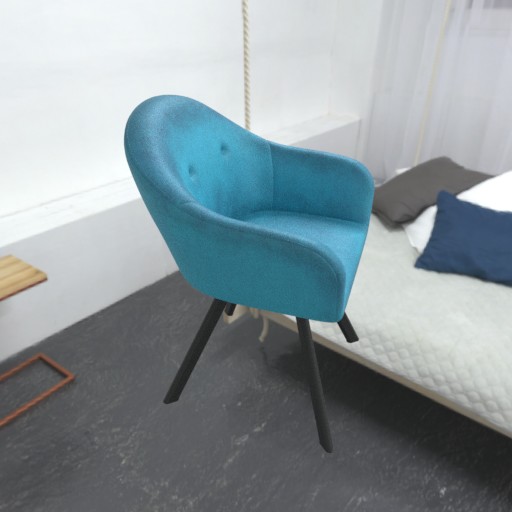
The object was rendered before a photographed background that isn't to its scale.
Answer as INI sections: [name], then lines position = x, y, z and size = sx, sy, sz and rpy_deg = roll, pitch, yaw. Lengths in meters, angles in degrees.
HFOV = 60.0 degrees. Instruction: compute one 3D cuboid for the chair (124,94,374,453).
[chair]
position = 0.000, 0.000, 1.179
size = 0.570, 0.780, 0.540
rpy_deg = 10, 32, 17
